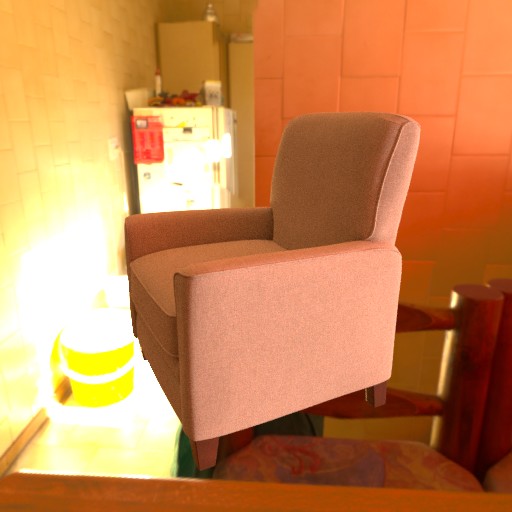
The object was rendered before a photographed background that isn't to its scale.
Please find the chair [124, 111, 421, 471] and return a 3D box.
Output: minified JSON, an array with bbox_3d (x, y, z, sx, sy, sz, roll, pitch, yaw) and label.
[{"bbox_3d":[0.000,0.000,1.646,0.859,1.023,0.845,-8,19,-26],"label":"chair"}]
